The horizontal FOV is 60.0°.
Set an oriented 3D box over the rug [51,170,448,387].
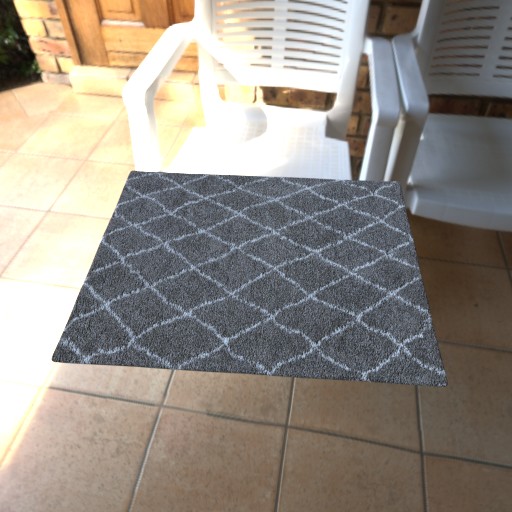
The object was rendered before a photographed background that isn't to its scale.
[{"bbox_3d":[0.000,0.000,4.192,3.047,0.029,2.438,3,48,3],"label":"rug"}]
